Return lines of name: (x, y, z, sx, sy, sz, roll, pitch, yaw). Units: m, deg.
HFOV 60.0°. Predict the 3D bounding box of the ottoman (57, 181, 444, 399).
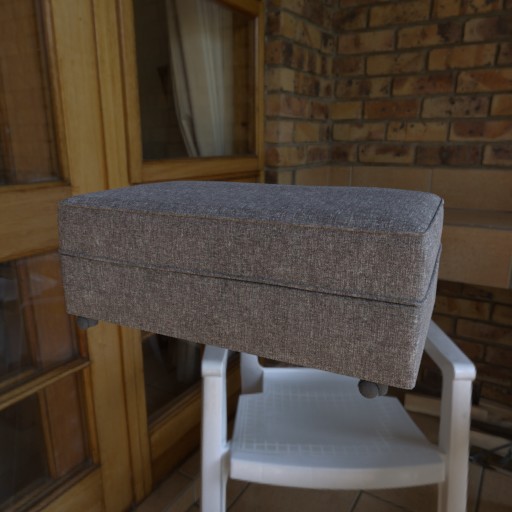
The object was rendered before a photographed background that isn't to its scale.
ottoman: (0.000, 0.000, 1.560, 1.184, 0.487, 0.717, 7, 16, 24)
